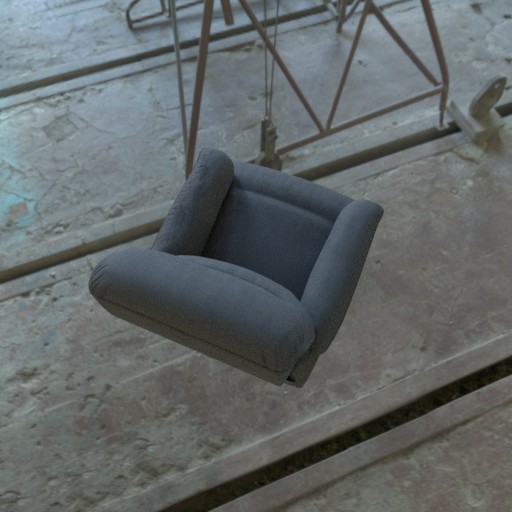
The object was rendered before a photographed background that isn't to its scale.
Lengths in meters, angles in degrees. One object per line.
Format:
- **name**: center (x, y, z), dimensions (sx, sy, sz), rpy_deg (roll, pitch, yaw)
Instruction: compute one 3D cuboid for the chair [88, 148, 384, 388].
- **chair**: center (0.000, 0.000, 1.762), dimensions (0.820, 1.037, 1.004), rpy_deg (21, 65, 10)
